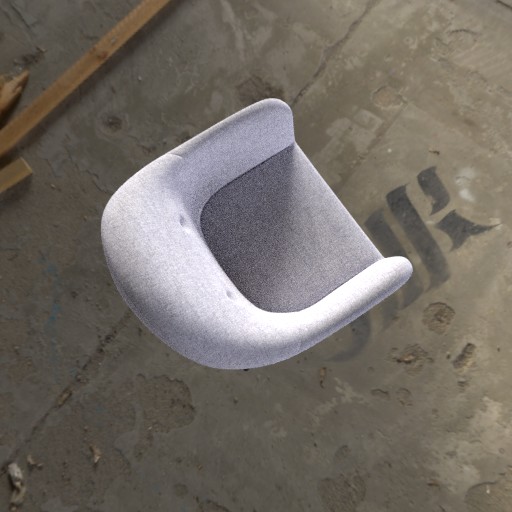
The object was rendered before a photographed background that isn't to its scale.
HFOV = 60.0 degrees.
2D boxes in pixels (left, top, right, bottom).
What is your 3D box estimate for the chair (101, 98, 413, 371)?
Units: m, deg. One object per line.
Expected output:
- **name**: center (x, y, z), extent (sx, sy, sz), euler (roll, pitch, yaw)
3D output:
- **chair**: center (0.000, 0.000, 1.165), extent (0.570, 0.780, 0.540), euler (-33, 79, -8)
